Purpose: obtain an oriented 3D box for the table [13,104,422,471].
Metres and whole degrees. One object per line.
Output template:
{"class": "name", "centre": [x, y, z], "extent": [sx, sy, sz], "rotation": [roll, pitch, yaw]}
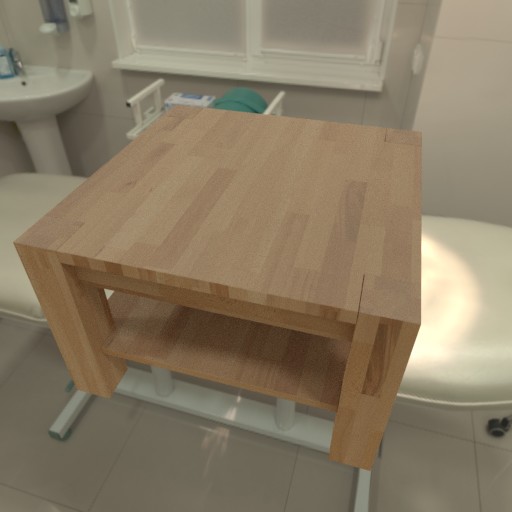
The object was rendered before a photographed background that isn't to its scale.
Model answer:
{"class": "table", "centre": [0.000, 0.000, 1.117], "extent": [0.700, 0.451, 0.700], "rotation": [10, 40, 13]}
